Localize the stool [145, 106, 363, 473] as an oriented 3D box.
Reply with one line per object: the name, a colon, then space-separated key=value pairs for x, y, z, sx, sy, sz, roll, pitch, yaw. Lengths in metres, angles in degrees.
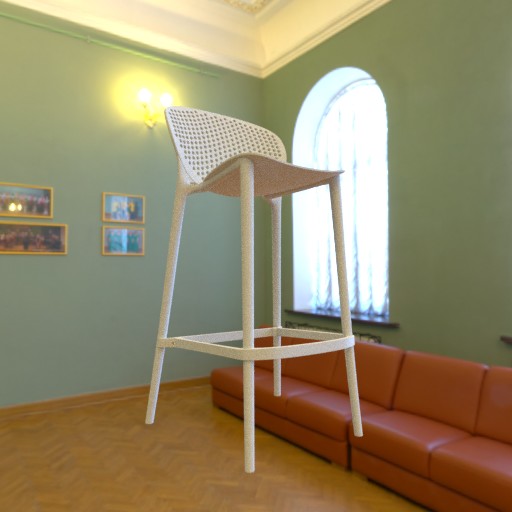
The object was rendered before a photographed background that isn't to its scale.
stool: x=0.000 y=0.000 z=1.375 sx=0.536 sy=1.045 sz=0.535 roll=1 pitch=-2 yaw=-36
